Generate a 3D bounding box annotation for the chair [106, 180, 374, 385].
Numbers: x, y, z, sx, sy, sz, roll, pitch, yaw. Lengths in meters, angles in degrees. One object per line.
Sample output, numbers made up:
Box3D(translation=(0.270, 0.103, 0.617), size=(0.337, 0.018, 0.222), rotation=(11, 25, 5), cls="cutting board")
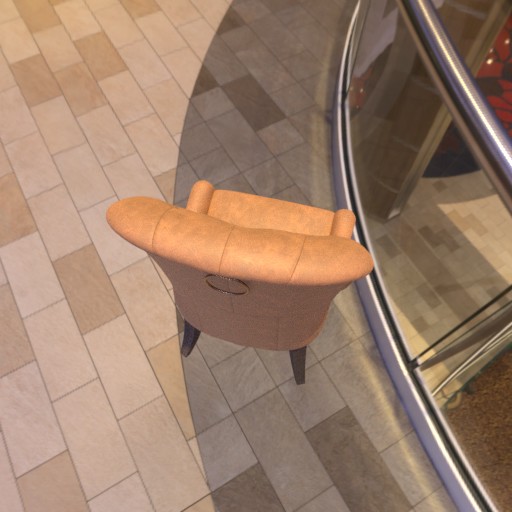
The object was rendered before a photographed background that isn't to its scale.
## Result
Box3D(translation=(0.000, 0.000, 1.487), size=(0.634, 1.091, 0.629), rotation=(12, 64, 6), cls="chair")
